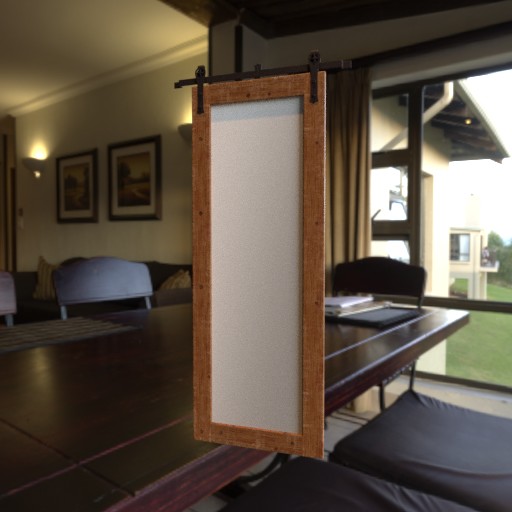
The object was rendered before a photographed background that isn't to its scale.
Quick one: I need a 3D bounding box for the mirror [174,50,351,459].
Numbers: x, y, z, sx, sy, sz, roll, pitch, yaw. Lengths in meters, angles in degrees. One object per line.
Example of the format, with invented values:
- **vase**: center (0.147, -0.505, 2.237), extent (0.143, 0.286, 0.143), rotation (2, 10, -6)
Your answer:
- **mirror**: center (0.000, 0.000, 2.042), extent (0.847, 1.793, 0.042), rotation (1, 2, 18)
